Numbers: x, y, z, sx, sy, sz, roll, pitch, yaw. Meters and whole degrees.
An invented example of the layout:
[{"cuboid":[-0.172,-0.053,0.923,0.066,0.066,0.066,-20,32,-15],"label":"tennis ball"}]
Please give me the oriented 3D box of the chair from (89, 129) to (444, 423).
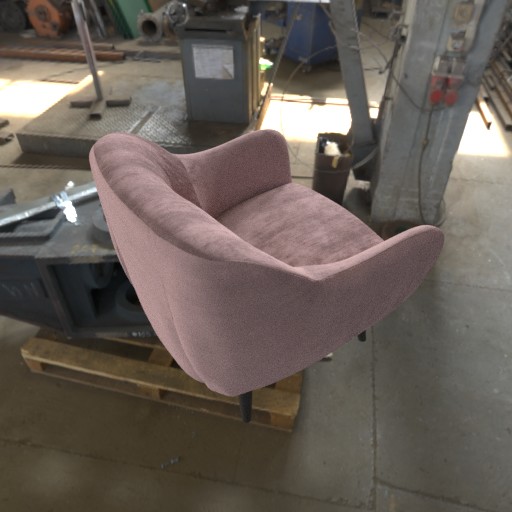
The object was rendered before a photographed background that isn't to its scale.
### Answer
[{"cuboid":[0.000,0.000,1.480,0.820,0.820,0.840,-24,46,-25],"label":"chair"}]
